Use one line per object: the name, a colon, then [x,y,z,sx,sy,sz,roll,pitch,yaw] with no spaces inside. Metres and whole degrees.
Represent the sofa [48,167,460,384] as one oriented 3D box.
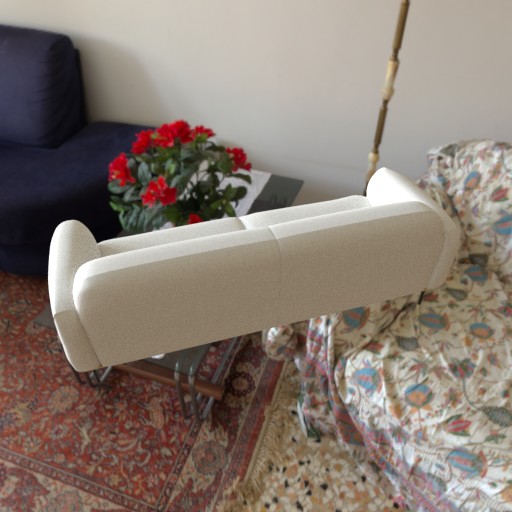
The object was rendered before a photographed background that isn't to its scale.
sofa: [0.000,0.000,2.661,2.257,0.780,0.880,-11,42,-13]
